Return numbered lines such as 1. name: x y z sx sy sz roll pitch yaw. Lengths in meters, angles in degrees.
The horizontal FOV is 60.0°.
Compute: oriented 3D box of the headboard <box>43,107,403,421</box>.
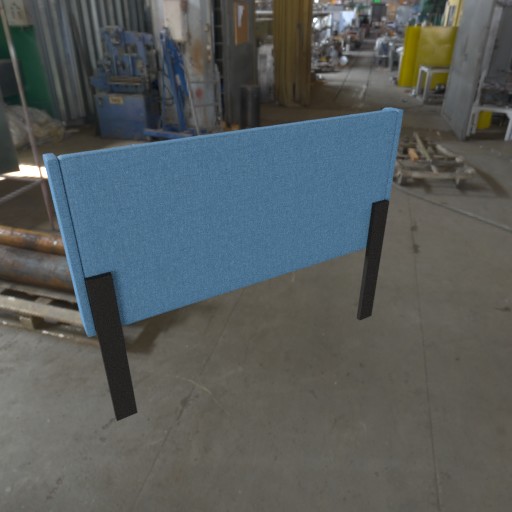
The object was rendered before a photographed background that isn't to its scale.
1. headboard: 0.000 0.000 2.676 2.051 1.524 0.184 -16 33 -26
